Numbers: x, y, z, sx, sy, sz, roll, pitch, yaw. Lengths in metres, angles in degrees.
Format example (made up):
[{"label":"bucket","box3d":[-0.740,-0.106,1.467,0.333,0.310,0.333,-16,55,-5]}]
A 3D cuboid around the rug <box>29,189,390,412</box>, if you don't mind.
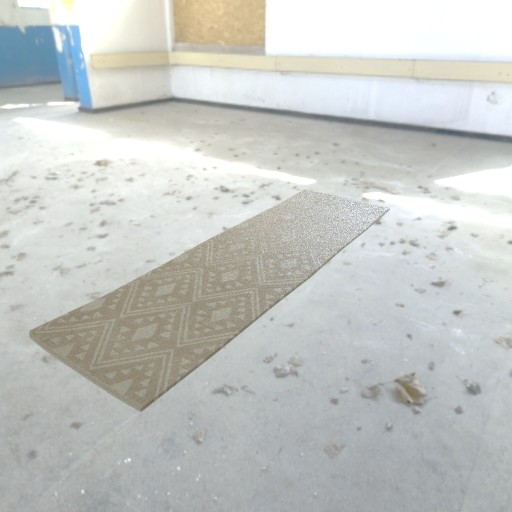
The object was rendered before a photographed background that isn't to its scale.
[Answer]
[{"label":"rug","box3d":[0.000,0.000,2.655,0.752,0.051,2.452,18,33,31]}]
